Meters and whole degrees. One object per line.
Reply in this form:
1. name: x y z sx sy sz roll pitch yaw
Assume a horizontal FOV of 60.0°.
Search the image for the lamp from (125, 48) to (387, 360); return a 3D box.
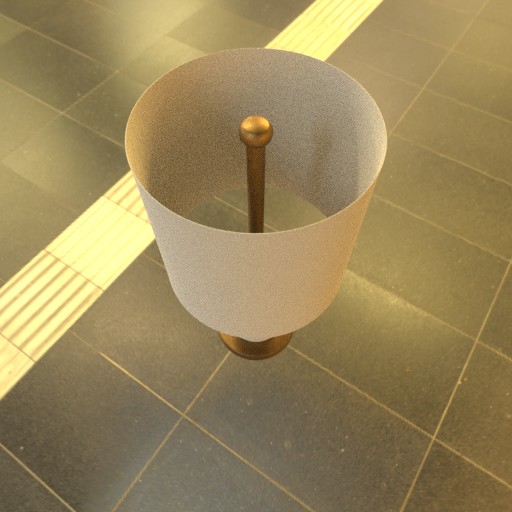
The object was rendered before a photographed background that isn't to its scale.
1. lamp: 0.000 0.000 0.529 0.210 0.410 0.210 13 59 8
